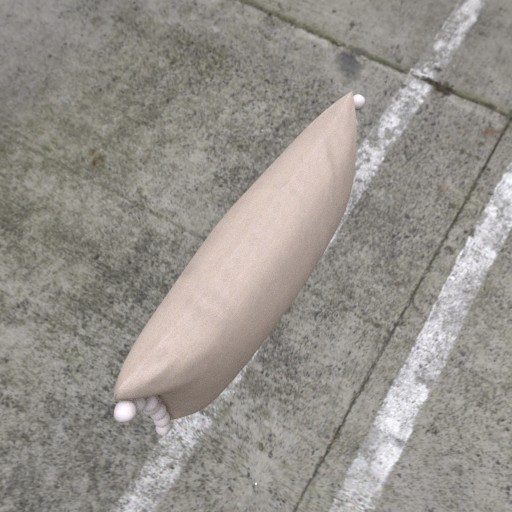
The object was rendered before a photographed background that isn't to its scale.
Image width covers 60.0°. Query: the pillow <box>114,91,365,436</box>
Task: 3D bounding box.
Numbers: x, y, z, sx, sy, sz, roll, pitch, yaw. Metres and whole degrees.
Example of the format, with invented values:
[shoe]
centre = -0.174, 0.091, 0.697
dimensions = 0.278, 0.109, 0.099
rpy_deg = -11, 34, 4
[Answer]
[pillow]
centre = 0.000, 0.000, 0.827
dimensions = 0.201, 0.322, 0.709
rpy_deg = 30, 67, 14
